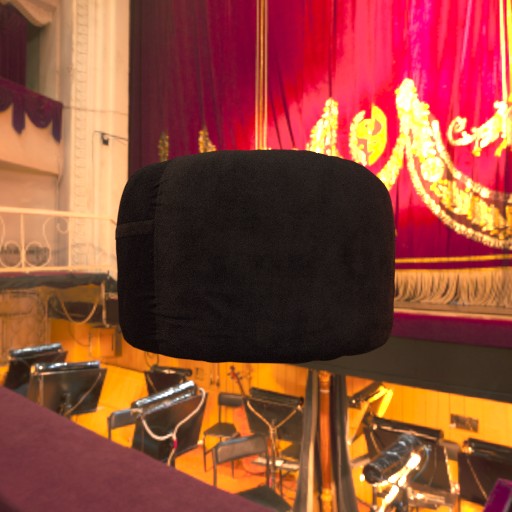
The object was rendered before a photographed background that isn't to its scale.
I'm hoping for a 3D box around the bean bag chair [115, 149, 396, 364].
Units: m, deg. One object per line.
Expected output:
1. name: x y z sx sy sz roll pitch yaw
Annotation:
1. bean bag chair: 0.000 0.000 2.021 1.219 0.762 1.219 0 -1 0
